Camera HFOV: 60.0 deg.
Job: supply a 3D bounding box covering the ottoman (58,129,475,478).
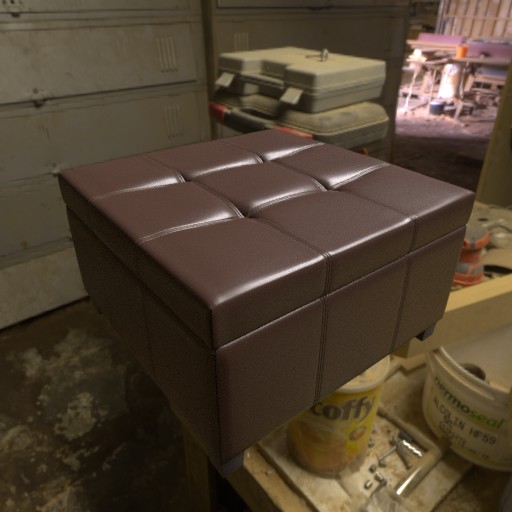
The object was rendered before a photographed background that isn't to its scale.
[{"bbox_3d":[0.000,0.000,1.249,0.788,0.460,0.787,-21,36,-32],"label":"ottoman"}]
